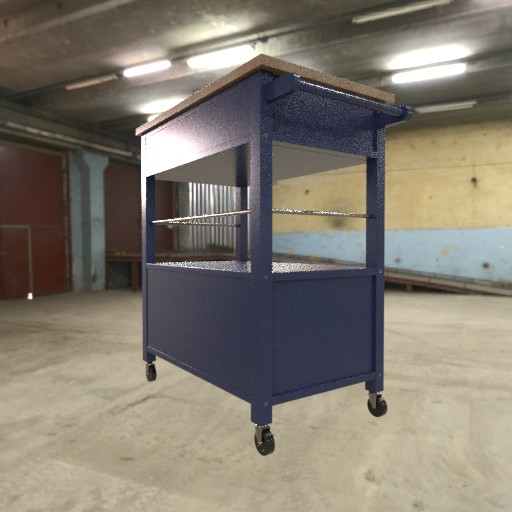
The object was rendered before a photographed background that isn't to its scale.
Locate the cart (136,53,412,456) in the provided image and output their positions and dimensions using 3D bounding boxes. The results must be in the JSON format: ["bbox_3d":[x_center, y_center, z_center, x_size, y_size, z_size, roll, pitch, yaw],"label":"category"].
[{"bbox_3d":[0.000,0.000,1.386,0.459,0.901,0.840,-1,2,-35],"label":"cart"}]
